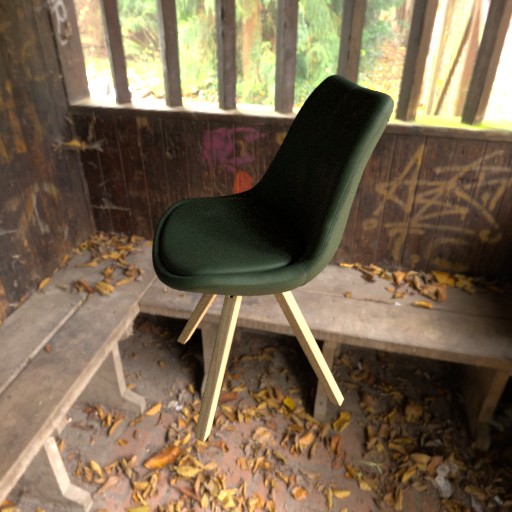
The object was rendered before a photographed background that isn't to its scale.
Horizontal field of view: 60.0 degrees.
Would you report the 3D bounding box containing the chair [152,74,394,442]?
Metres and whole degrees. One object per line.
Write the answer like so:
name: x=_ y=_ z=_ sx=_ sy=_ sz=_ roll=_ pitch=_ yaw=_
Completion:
chair: x=0.000 y=0.000 z=1.206 sx=0.547 sy=0.865 sz=0.483 roll=-8 pitch=33 yaw=-13
